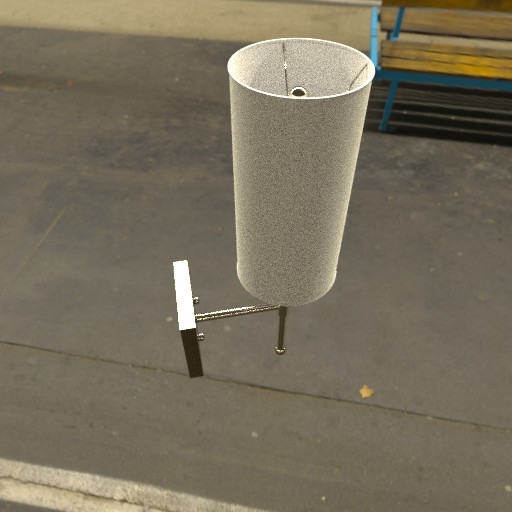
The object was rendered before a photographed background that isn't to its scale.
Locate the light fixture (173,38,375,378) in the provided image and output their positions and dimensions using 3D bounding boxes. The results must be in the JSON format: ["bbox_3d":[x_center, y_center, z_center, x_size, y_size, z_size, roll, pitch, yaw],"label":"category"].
[{"bbox_3d":[0.000,0.000,0.548,0.208,0.462,0.128,-8,46,-8],"label":"light fixture"}]
